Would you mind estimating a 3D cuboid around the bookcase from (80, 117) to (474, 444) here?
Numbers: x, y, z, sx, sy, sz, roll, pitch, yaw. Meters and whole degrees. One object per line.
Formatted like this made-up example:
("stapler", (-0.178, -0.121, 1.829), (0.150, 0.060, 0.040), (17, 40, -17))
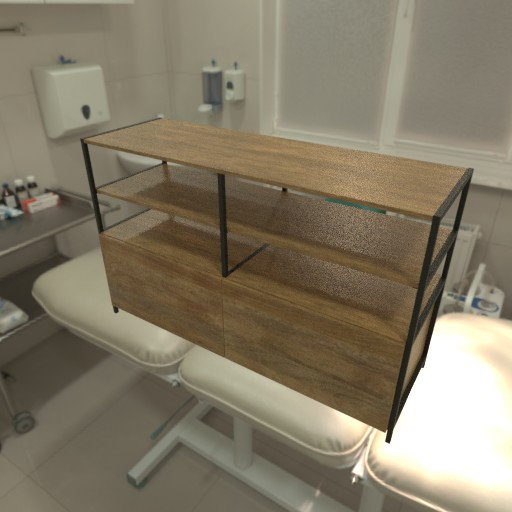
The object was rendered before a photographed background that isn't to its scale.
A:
("bookcase", (0.000, 0.000, 1.498), (1.149, 0.712, 0.391), (18, 34, 28))
